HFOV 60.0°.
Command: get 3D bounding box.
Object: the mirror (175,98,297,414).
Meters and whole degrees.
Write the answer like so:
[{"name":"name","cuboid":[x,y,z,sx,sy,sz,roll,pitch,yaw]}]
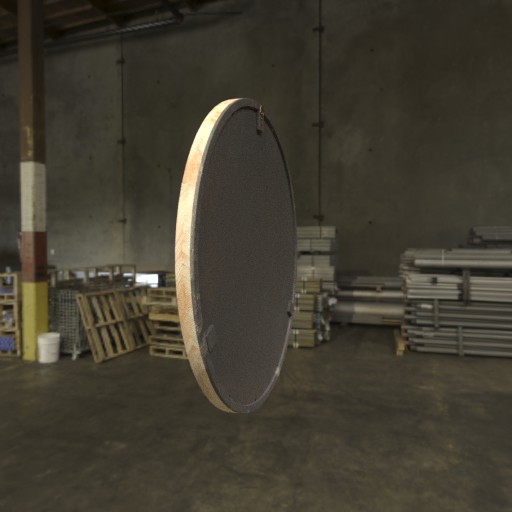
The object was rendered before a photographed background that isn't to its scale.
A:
[{"name":"mirror","cuboid":[0.000,0.000,1.058,0.038,0.710,0.710,0,1,19]}]
